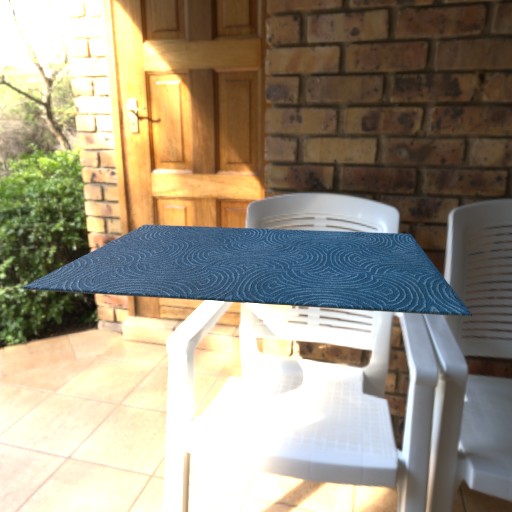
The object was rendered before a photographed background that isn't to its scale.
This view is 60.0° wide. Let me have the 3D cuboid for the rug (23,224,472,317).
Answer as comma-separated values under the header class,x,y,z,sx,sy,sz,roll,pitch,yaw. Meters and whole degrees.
class,x,y,z,sx,sy,sz,roll,pitch,yaw
rug,0.000,0.000,2.813,2.144,0.015,1.543,3,16,9
